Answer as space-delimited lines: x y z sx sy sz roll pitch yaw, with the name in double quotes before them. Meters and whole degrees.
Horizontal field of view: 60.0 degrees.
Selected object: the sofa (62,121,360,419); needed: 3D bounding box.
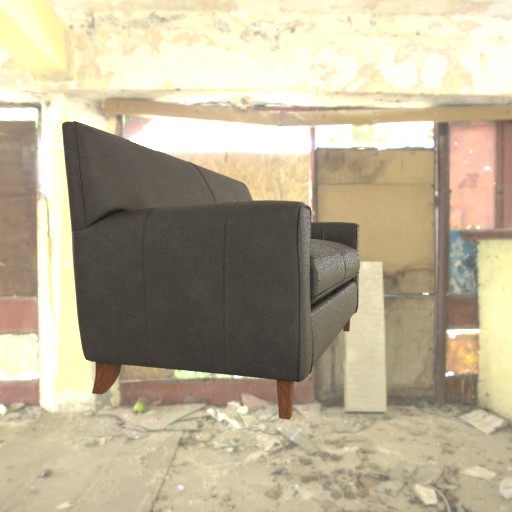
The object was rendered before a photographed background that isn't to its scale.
"sofa" 0.000 0.000 1.956 0.787 0.871 1.473 1 2 19
